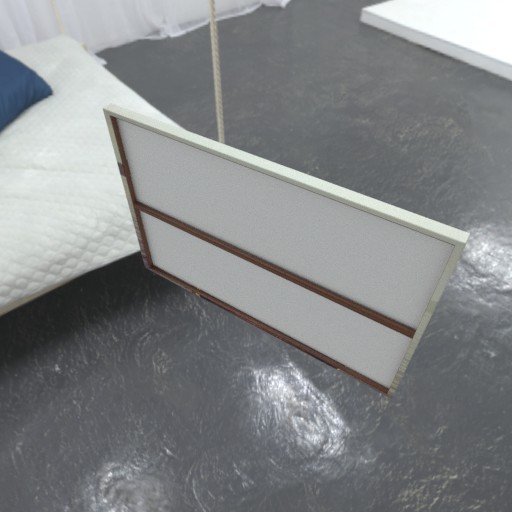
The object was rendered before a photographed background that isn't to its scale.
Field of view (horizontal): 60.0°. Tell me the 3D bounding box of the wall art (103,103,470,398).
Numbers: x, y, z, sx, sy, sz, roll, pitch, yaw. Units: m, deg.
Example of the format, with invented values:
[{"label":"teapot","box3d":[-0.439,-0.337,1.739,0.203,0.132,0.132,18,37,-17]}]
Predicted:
[{"label":"wall art","box3d":[0.000,0.000,1.498,1.149,0.765,0.040,25,51,22]}]
